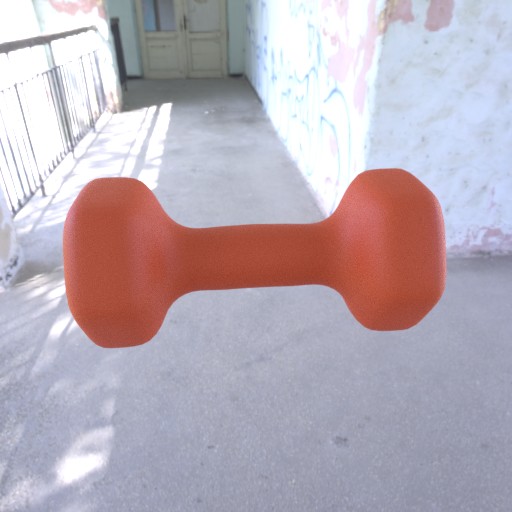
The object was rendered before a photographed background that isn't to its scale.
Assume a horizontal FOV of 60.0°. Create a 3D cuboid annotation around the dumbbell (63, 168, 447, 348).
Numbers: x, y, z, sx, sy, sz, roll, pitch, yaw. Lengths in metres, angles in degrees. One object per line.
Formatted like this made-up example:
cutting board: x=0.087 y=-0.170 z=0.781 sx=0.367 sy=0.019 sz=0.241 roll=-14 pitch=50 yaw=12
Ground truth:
dumbbell: x=0.000 y=0.000 z=0.207 sx=0.162 sy=0.071 sz=0.079 roll=-2 pitch=30 yaw=-4
